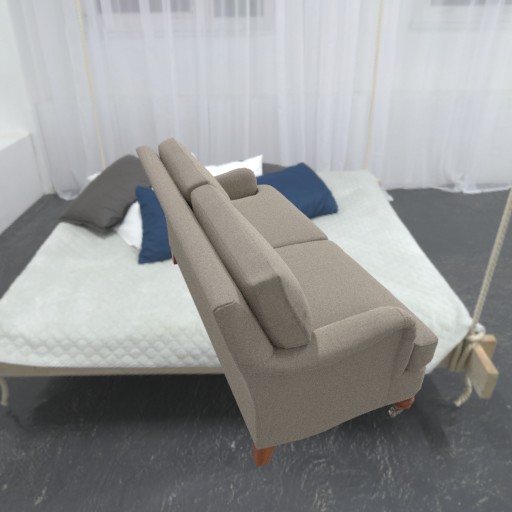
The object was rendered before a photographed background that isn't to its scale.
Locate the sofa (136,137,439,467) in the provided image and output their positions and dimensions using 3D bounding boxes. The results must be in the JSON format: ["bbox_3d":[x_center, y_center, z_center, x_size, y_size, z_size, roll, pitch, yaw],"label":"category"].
[{"bbox_3d":[0.000,0.000,2.747,1.087,1.054,2.160,-11,32,-18],"label":"sofa"}]
